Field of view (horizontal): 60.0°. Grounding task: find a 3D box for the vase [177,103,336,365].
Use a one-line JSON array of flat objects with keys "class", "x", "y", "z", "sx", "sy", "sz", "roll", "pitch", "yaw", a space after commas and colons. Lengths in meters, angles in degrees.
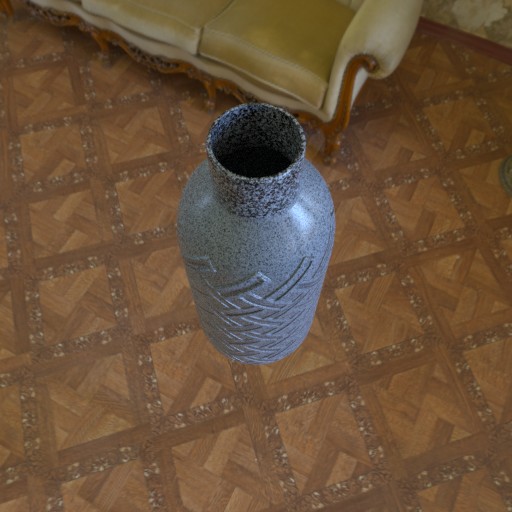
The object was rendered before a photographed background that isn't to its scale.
[{"class": "vase", "x": 0.000, "y": 0.000, "z": 0.353, "sx": 0.122, "sy": 0.282, "sz": 0.122, "roll": 0, "pitch": 65, "yaw": 0}]
